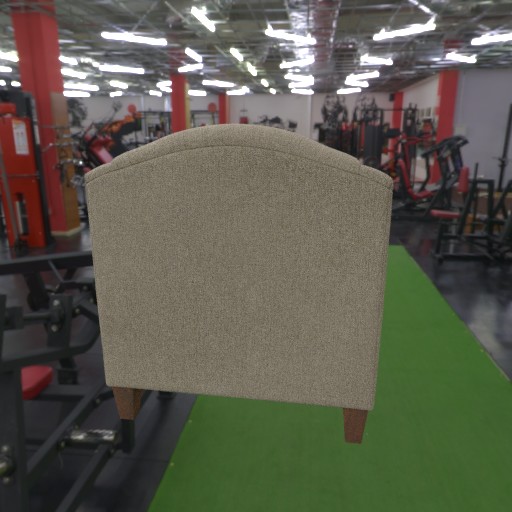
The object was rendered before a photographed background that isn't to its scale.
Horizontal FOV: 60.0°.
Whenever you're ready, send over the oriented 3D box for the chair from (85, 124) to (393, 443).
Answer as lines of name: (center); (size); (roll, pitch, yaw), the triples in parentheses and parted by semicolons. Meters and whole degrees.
chair: (0.000, 0.000, 1.491); (0.763, 0.839, 0.787); (2, 16, 9)
